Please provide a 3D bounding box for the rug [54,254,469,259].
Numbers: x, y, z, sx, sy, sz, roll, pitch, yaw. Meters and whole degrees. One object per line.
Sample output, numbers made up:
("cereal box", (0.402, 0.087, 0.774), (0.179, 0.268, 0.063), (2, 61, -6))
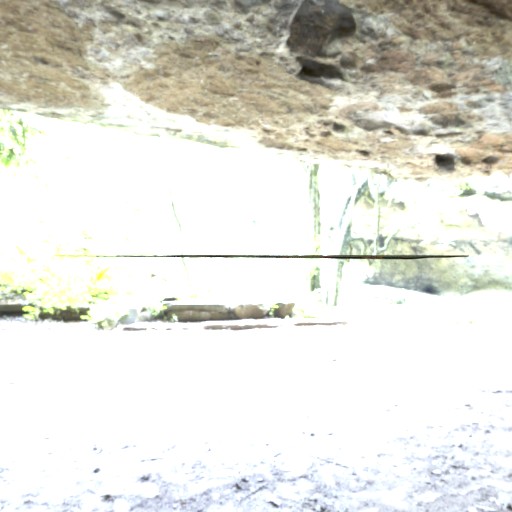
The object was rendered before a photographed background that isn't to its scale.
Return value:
("rug", (0.000, 0.000, 3.063), (2.447, 0.011, 1.520), (0, 1, 35))
